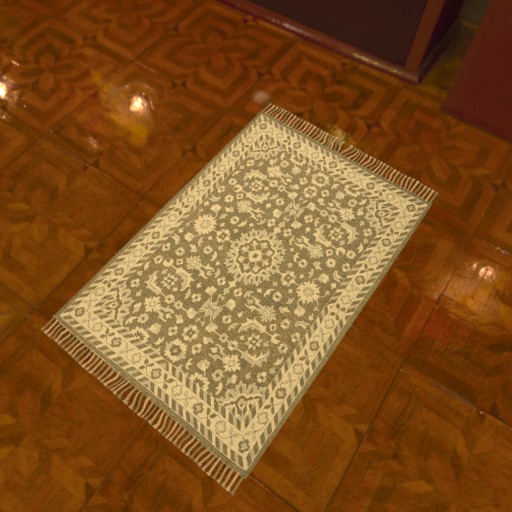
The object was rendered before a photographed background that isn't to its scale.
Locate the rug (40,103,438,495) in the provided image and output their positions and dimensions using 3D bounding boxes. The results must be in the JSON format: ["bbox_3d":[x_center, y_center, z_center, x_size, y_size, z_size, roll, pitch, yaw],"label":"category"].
[{"bbox_3d":[0.000,0.000,2.979,1.530,0.025,2.431,34,67,16],"label":"rug"}]
